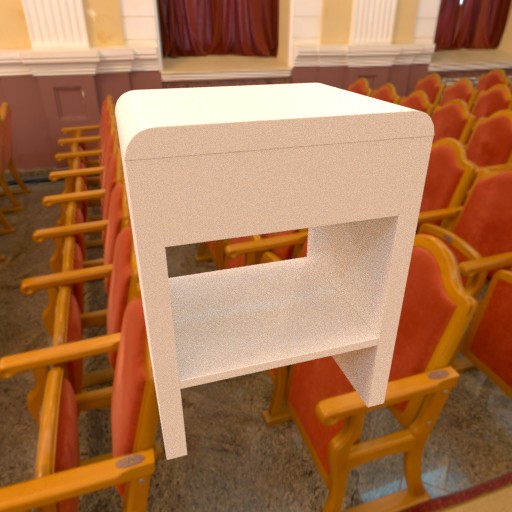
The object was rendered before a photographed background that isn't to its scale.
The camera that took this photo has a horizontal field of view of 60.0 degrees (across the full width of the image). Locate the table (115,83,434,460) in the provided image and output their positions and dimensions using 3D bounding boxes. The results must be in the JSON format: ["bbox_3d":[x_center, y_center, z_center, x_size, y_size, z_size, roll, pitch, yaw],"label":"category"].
[{"bbox_3d":[0.000,0.000,0.872,0.450,0.590,0.350,-8,29,-15],"label":"table"}]
